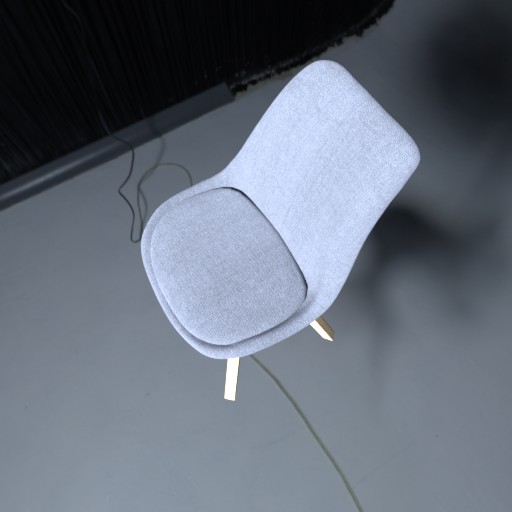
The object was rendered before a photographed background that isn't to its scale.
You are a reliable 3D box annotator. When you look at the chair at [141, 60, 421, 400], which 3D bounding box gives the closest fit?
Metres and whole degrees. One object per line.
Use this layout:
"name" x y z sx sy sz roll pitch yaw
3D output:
"chair" 0.000 0.000 1.171 0.550 0.850 0.485 -28 67 -13
